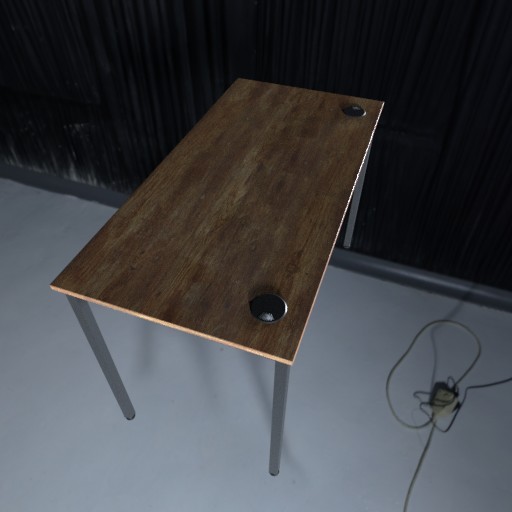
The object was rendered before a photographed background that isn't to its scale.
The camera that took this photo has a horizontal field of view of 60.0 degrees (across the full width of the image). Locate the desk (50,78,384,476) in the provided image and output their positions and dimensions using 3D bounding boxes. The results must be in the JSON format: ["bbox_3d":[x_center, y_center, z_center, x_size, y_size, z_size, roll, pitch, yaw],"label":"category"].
[{"bbox_3d":[0.000,0.000,1.634,0.600,0.749,1.200,15,47,14],"label":"desk"}]
